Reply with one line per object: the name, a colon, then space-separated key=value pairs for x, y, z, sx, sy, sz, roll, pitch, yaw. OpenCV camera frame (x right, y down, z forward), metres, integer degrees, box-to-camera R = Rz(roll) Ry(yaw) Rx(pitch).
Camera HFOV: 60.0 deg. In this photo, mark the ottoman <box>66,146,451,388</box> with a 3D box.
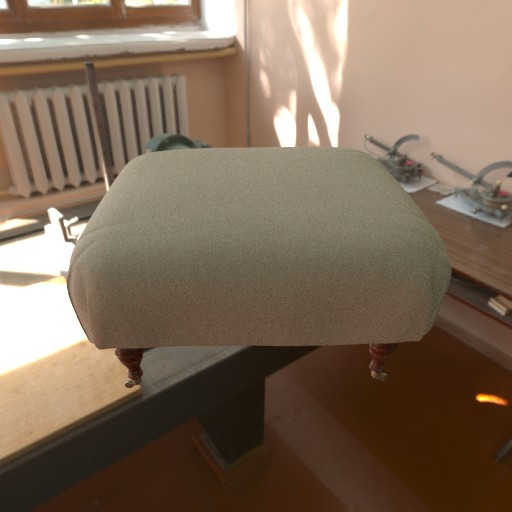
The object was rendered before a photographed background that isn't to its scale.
ottoman: x=0.000 y=0.000 z=1.129 sx=0.746 sy=0.450 sz=0.639 roll=-1 pitch=31 yaw=-2
